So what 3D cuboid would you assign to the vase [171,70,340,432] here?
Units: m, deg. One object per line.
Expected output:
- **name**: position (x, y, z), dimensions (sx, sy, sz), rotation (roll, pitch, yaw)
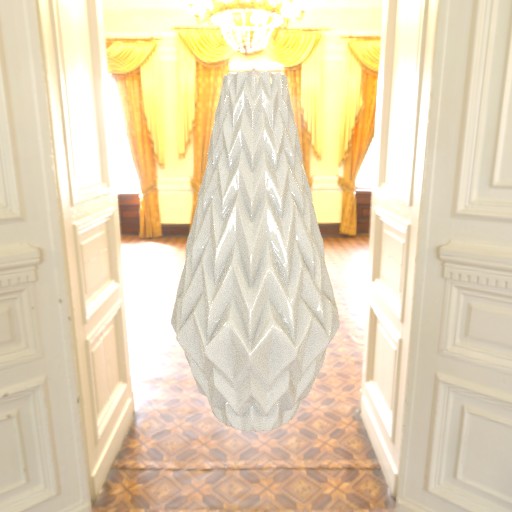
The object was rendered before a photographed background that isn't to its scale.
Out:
- **vase**: position (0.000, 0.000, 0.431), dimensions (0.167, 0.328, 0.167), rotation (0, 14, 0)
